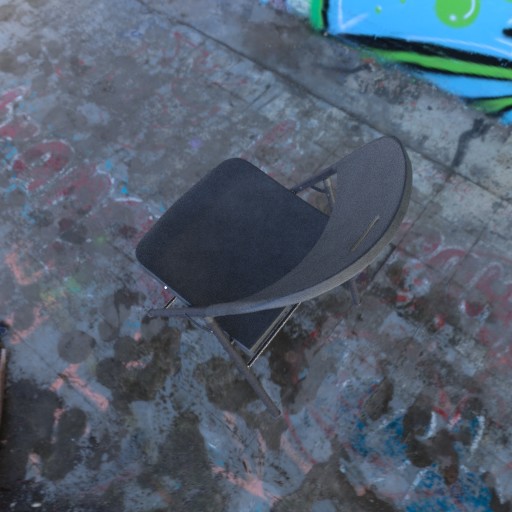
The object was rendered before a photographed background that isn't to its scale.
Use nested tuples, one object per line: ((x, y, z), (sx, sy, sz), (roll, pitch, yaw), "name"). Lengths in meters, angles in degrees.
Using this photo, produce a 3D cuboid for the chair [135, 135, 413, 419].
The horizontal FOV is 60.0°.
((0.000, 0.000, 1.165), (0.567, 0.810, 0.494), (35, 68, 16), "chair")
